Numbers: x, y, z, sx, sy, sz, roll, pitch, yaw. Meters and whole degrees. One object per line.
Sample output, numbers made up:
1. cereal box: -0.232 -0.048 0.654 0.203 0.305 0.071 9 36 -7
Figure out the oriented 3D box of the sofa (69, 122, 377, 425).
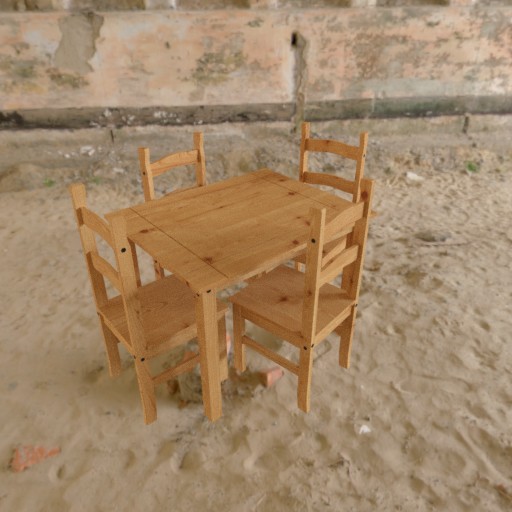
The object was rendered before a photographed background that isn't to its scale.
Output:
1. sofa: 0.000 0.000 2.226 1.529 1.000 1.144 -23 37 -33
